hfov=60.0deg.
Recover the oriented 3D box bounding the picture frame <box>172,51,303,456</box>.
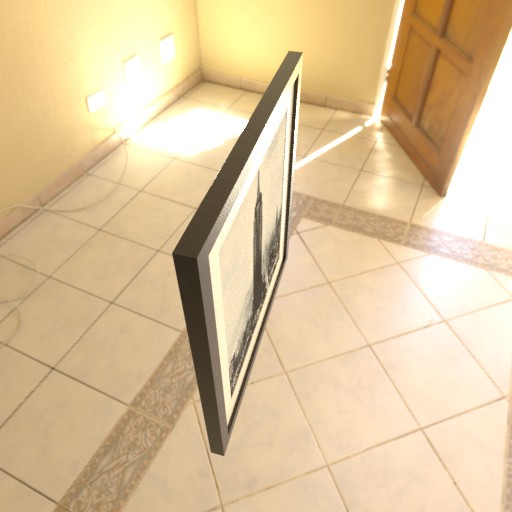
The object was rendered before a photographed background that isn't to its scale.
[{"bbox_3d":[0.000,0.000,0.852,0.029,0.557,0.559,11,47,11],"label":"picture frame"}]
